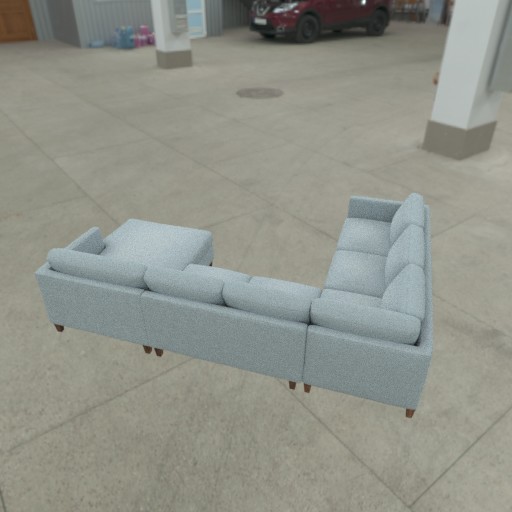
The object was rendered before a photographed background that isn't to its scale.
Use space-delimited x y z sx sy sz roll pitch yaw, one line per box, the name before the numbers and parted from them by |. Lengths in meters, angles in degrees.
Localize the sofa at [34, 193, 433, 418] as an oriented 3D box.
sofa | 0.000 0.000 4.638 3.403 0.889 2.551 10 34 15
